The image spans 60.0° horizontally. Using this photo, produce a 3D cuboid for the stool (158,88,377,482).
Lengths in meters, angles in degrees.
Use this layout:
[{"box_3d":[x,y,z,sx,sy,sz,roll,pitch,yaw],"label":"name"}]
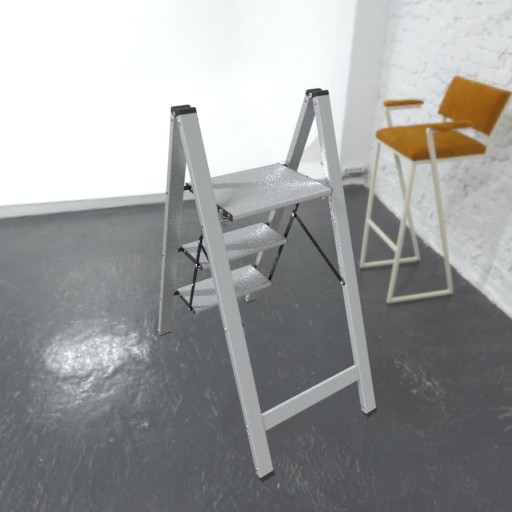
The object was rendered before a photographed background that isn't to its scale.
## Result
[{"box_3d":[0.000,0.000,1.317,0.441,0.902,0.730,-18,35,-28],"label":"stool"}]
